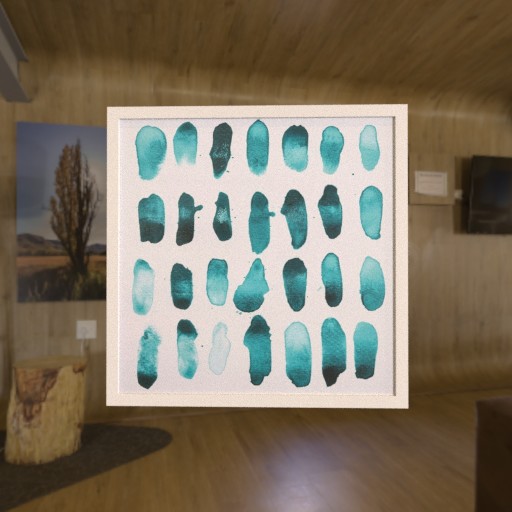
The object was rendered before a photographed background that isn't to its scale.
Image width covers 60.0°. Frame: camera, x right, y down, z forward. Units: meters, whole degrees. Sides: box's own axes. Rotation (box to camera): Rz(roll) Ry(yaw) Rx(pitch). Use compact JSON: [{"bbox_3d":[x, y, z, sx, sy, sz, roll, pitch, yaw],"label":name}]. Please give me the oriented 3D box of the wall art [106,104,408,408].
[{"bbox_3d":[0.000,0.000,0.826,0.558,0.559,0.009,0,0,2],"label":"wall art"}]
